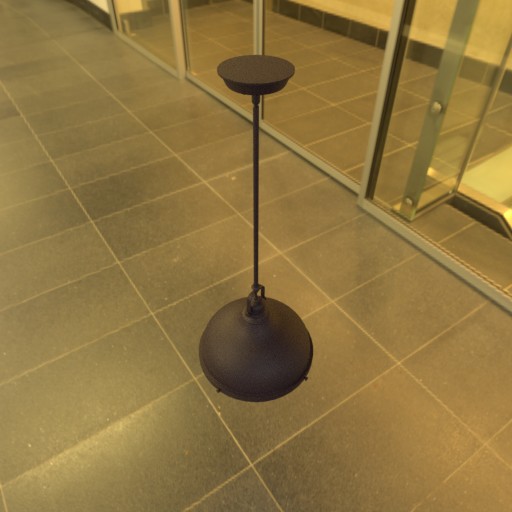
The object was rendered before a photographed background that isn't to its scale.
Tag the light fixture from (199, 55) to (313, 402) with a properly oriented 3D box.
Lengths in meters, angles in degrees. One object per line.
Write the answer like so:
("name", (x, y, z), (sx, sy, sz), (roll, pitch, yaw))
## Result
("light fixture", (0.000, 0.000, 1.025), (0.341, 0.849, 0.341), (26, 49, 26))
